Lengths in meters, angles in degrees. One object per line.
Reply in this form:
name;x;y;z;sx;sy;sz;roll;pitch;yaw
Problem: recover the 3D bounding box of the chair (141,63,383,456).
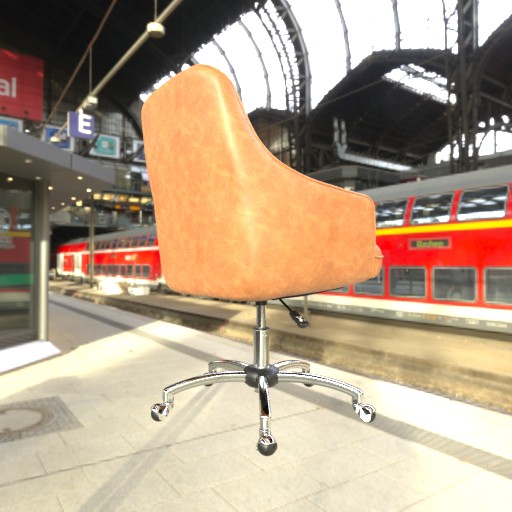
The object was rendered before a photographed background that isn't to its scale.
chair;0.000;0.000;1.324;0.615;0.909;0.628;0;-1;-36
